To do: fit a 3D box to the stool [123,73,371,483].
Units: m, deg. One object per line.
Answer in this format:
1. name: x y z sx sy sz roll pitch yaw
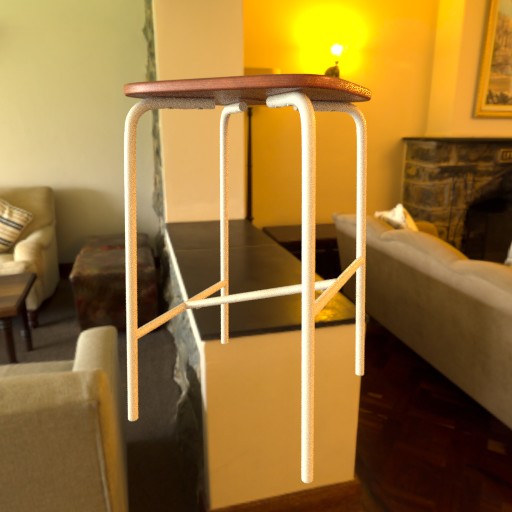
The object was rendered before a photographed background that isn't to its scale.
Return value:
1. stool: 0.000 0.000 0.859 0.376 0.610 0.376 8 17 25
